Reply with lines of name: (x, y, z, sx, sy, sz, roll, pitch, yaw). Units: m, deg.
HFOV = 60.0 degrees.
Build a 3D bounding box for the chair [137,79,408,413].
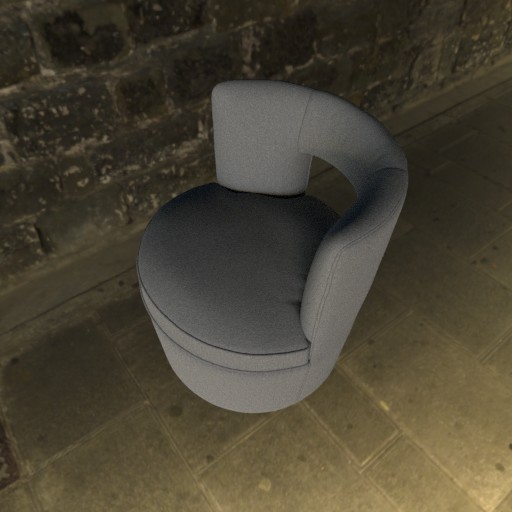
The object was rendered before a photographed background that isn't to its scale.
chair: (0.000, 0.000, 1.250, 0.660, 0.719, 0.689, -17, 49, -15)
